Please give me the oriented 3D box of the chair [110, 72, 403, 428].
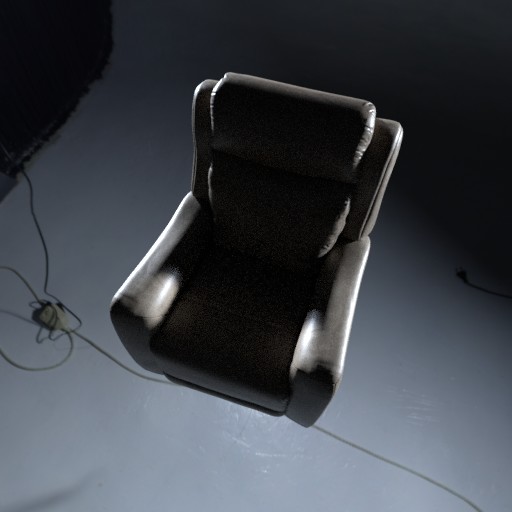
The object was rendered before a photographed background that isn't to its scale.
[{"bbox_3d":[0.000,0.000,1.955,0.967,1.116,1.068,17,60,10],"label":"chair"}]
